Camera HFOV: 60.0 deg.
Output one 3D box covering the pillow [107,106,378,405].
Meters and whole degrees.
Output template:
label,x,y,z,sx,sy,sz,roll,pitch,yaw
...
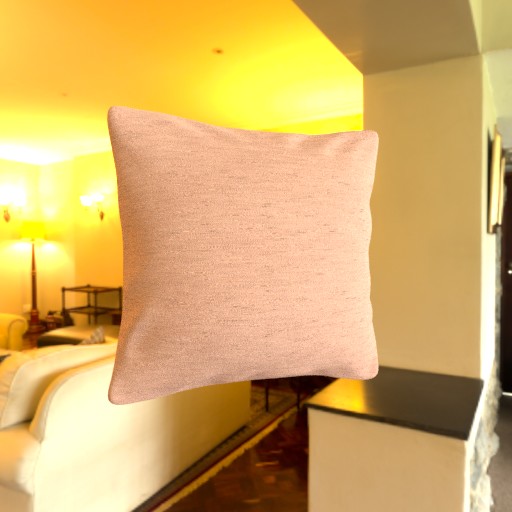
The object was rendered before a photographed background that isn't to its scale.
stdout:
label,x,y,z,sx,sy,sz,roll,pitch,yaw
pillow,0.000,0.000,0.677,0.432,0.415,0.246,0,1,-19
